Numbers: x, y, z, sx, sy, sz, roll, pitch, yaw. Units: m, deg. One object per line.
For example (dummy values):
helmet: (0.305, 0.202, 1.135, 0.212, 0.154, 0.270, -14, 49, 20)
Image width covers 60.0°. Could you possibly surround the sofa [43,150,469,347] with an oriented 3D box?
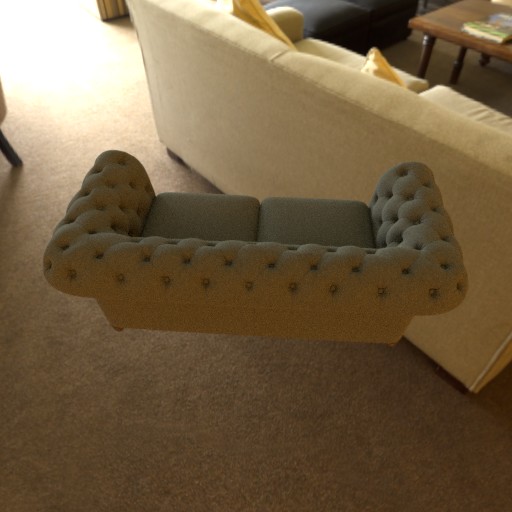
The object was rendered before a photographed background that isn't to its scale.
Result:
sofa: (0.000, 0.000, 2.461, 1.998, 0.764, 0.986, 3, 46, 3)
